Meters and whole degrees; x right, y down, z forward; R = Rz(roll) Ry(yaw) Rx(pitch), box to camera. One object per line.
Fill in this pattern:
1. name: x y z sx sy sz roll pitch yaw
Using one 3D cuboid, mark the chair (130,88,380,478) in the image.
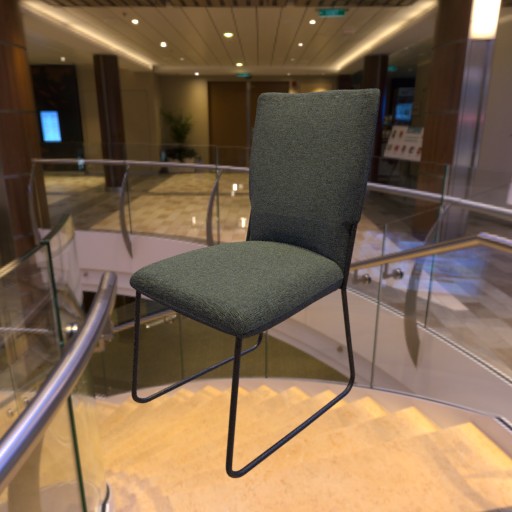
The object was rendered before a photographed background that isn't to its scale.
1. chair: 0.000 0.000 1.291 0.480 0.931 0.635 16 23 42
